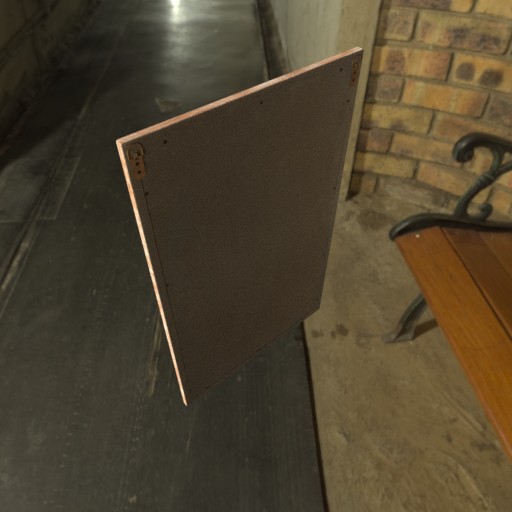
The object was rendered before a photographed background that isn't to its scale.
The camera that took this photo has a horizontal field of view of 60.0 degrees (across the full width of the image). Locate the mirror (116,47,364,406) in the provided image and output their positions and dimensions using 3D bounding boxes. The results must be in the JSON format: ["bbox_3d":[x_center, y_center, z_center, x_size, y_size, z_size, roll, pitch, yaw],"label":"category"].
[{"bbox_3d":[0.000,0.000,0.994,0.495,0.787,0.058,-31,54,-26],"label":"mirror"}]
